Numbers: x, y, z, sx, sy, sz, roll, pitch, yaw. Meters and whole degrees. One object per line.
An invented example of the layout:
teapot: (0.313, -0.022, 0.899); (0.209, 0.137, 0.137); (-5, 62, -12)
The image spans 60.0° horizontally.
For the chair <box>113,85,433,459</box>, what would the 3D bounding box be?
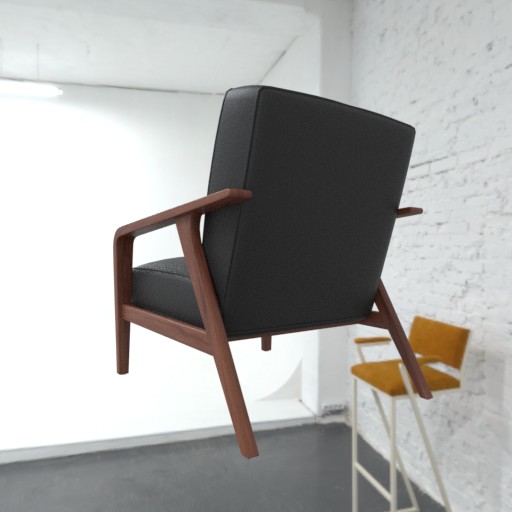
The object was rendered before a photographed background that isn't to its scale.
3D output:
chair: (0.000, 0.000, 1.498); (0.719, 0.861, 0.889); (0, 0, -36)
